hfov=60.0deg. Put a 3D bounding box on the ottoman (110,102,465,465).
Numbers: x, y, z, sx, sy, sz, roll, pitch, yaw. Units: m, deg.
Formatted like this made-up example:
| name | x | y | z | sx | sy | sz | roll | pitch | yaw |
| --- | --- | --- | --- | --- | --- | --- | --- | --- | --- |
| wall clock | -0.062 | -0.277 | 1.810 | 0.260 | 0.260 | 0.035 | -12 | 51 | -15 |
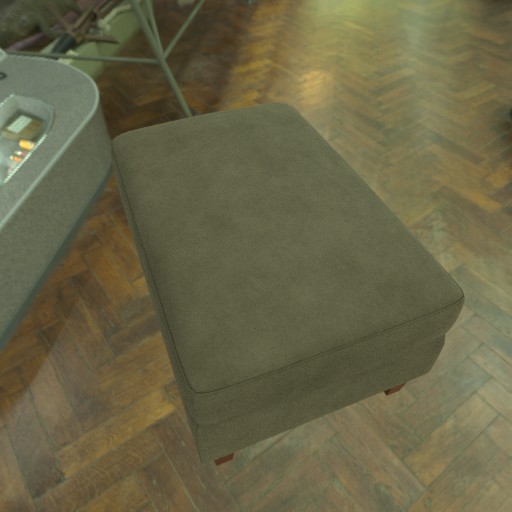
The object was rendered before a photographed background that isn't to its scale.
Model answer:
| name | x | y | z | sx | sy | sz | roll | pitch | yaw |
| --- | --- | --- | --- | --- | --- | --- | --- | --- | --- |
| ottoman | 0.000 | 0.000 | 1.179 | 0.584 | 0.483 | 0.864 | -16 | 49 | -15 |
